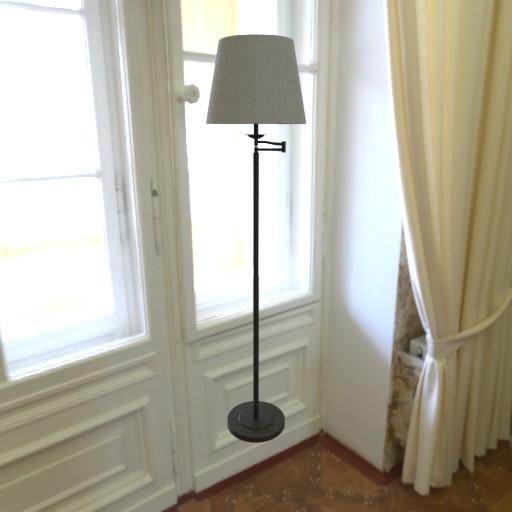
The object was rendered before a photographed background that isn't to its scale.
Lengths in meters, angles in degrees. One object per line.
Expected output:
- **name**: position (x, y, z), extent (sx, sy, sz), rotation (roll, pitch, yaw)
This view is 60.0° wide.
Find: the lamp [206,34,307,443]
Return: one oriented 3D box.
- **lamp**: position (0.000, 0.000, 1.667), extent (0.348, 1.473, 0.348), rotation (2, 16, 8)
